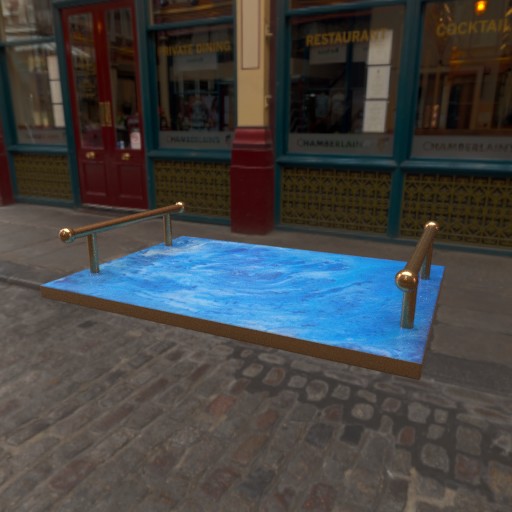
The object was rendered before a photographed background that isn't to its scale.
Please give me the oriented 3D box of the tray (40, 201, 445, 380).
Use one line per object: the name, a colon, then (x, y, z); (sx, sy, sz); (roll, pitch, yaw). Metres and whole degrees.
tray: (0.000, 0.000, 0.576); (0.444, 0.084, 0.304); (7, 17, 25)
